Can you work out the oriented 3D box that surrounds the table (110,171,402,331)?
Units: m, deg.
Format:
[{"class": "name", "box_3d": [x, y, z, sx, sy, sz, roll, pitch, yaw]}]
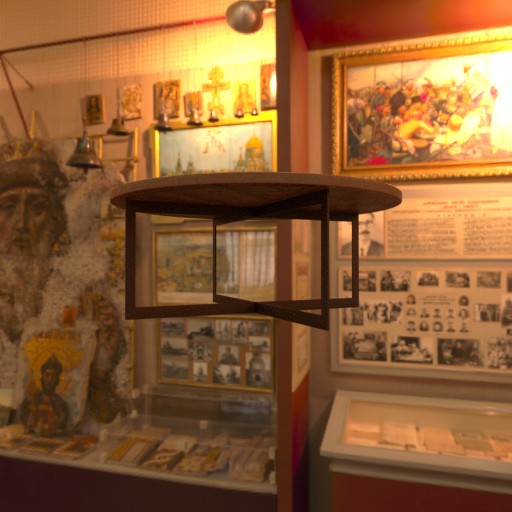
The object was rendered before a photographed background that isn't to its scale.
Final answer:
[{"class": "table", "box_3d": [0.000, 0.000, 2.015, 1.264, 0.516, 1.264, 0, -1, 0]}]
